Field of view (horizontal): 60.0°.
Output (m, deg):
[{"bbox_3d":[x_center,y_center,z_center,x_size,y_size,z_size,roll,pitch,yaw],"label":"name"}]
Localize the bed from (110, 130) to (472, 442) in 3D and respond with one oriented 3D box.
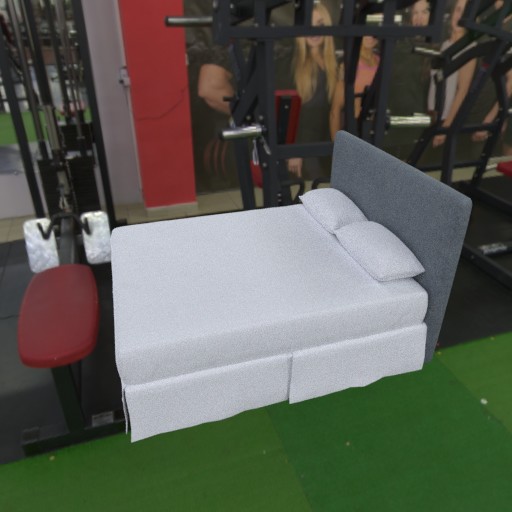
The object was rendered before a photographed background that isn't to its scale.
[{"bbox_3d":[0.000,0.000,3.272,2.142,1.330,1.713,-9,31,-14],"label":"bed"}]
